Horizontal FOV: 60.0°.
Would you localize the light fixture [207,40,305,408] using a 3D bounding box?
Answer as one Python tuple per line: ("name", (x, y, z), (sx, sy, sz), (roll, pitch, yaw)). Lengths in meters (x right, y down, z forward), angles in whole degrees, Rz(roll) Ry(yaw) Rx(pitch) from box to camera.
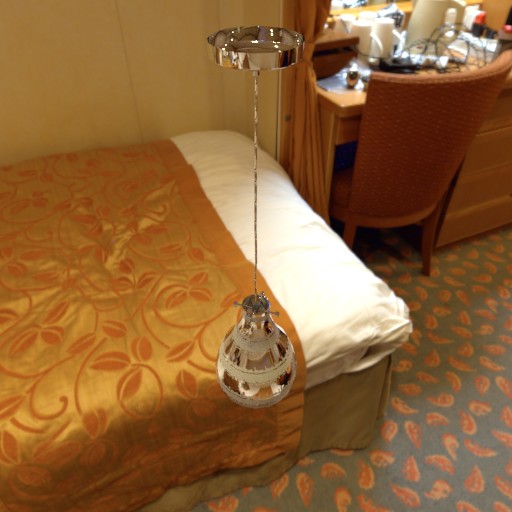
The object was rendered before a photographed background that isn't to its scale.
("light fixture", (0.000, 0.000, 1.602), (0.374, 1.457, 0.374), (12, 42, 14))
